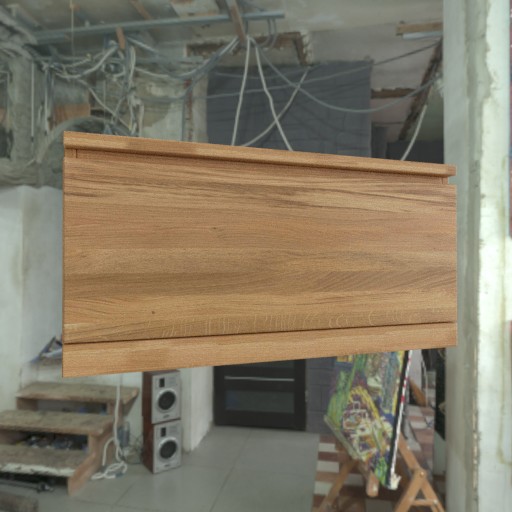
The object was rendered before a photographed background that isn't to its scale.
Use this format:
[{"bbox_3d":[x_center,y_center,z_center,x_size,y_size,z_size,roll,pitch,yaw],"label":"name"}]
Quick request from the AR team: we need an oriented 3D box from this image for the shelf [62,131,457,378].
[{"bbox_3d":[0.000,0.000,1.035,0.800,0.400,0.400,0,-1,-19],"label":"shelf"}]
